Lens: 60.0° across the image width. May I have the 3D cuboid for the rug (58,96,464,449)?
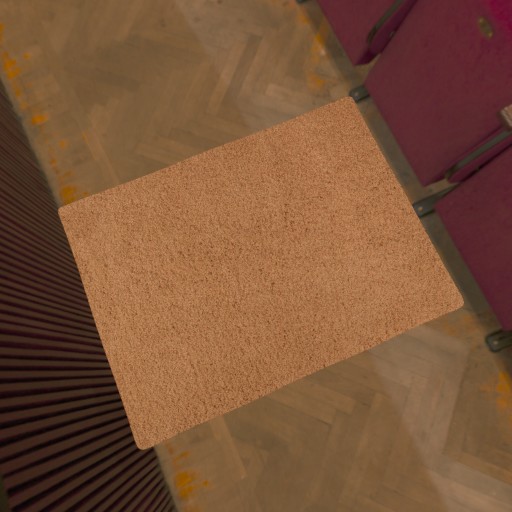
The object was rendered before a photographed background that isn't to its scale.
[{"bbox_3d":[0.000,0.000,2.112,1.600,0.025,1.199,-23,77,-6],"label":"rug"}]
